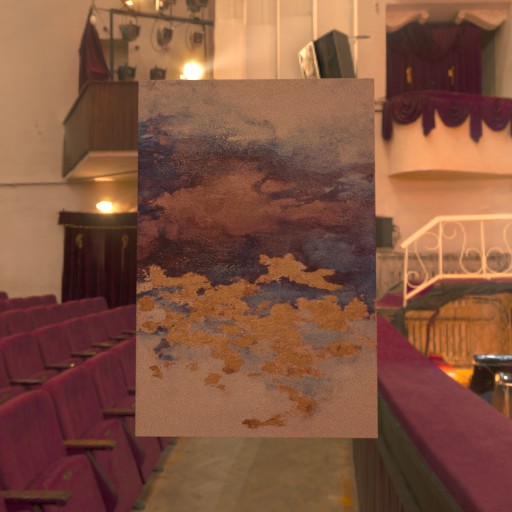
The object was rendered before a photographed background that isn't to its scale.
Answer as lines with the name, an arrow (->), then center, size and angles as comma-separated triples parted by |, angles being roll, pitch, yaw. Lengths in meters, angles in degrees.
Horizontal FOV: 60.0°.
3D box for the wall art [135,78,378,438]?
wall art -> 0.000, 0.000, 1.104 | 0.583, 0.874, 0.048 | 0, -2, 1
